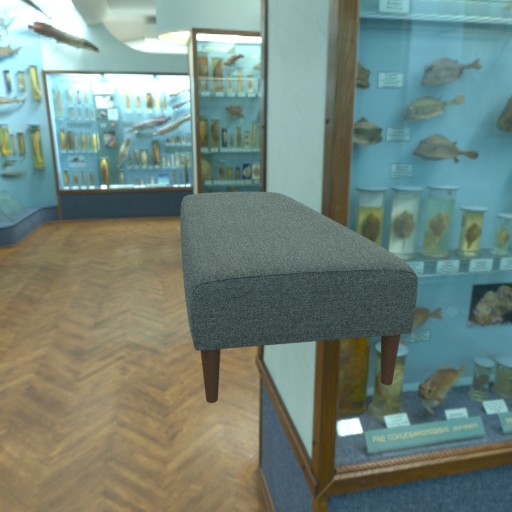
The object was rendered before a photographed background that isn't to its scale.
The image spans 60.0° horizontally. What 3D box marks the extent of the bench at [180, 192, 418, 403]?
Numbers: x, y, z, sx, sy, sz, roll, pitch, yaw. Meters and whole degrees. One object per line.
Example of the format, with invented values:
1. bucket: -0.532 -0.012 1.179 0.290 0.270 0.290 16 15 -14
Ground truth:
1. bench: 0.000 0.000 1.907 0.631 0.384 1.598 -3 15 -10
